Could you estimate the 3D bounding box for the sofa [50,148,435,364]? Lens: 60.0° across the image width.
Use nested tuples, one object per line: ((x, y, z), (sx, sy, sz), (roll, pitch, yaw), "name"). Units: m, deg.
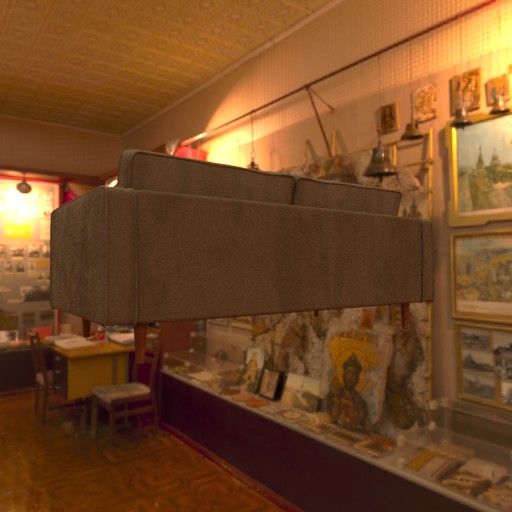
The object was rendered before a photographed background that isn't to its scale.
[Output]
((0.000, 0.000, 2.387), (1.920, 0.825, 0.924), (1, -2, -35), "sofa")
